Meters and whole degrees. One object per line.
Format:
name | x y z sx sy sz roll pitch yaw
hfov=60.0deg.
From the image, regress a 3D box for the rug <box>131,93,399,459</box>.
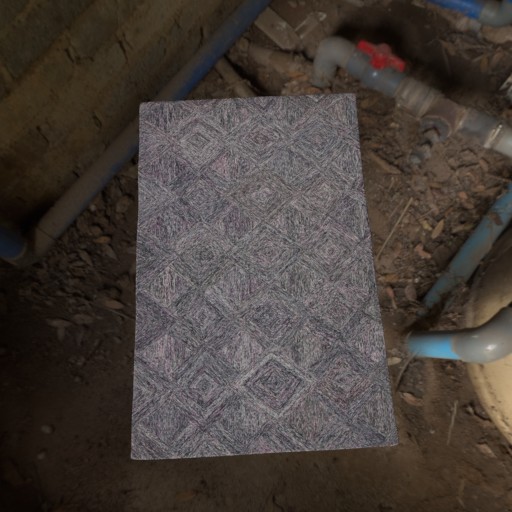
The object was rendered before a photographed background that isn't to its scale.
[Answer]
rug | 0.000 0.000 2.128 1.158 0.013 1.752 -3 75 -1
